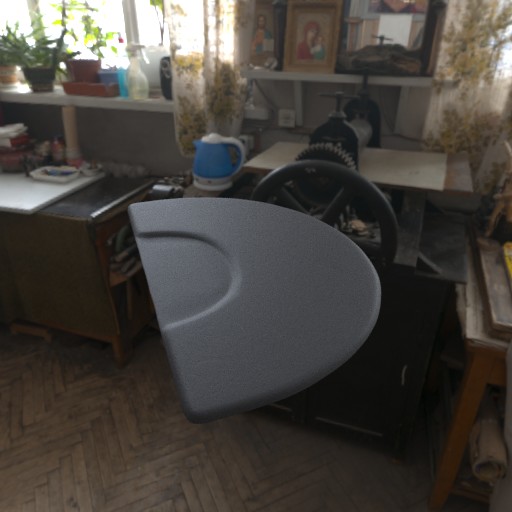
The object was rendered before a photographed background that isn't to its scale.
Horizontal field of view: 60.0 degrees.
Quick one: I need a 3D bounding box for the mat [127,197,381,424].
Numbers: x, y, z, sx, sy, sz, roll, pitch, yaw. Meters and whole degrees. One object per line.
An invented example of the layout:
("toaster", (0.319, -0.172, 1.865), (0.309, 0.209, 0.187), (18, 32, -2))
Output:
("mat", (0.000, 0.000, 1.863), (0.917, 0.022, 1.525), (-10, 31, -17))
